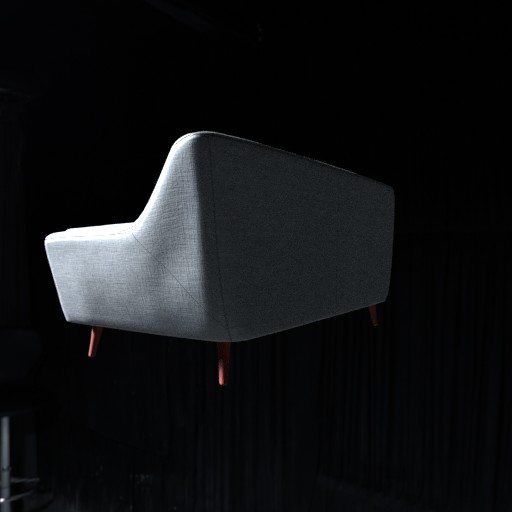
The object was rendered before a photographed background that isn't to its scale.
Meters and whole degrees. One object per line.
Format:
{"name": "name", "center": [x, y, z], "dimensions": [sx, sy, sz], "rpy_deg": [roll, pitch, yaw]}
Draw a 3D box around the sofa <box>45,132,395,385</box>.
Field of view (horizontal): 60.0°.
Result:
{"name": "sofa", "center": [0.000, 0.000, 2.417], "dimensions": [0.976, 0.897, 1.930], "rpy_deg": [1, 2, 36]}
